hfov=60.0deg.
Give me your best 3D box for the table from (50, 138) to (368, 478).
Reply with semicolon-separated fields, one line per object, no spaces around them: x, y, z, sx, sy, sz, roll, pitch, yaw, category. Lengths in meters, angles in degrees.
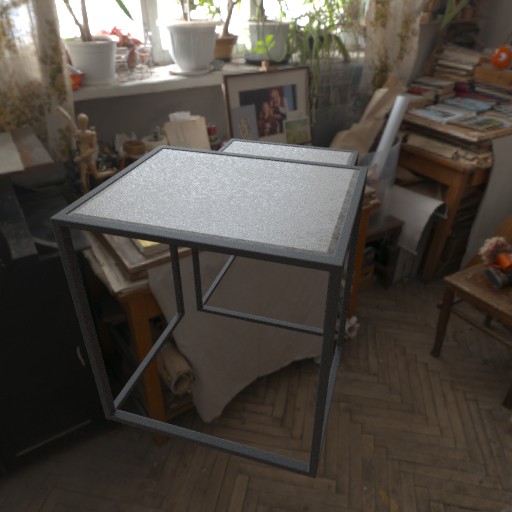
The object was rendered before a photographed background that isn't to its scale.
0.000;0.000;1.171;0.508;0.540;0.788;9;34;14;table
